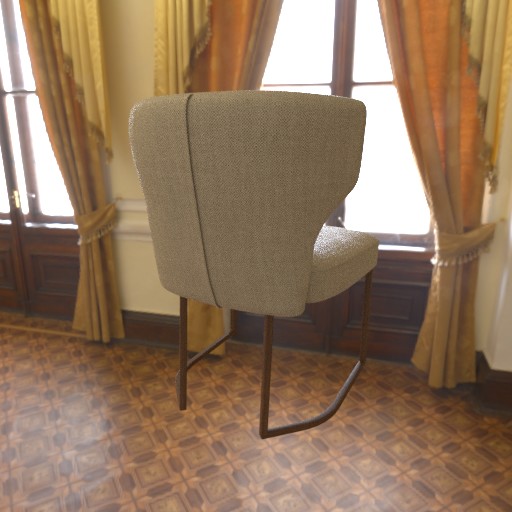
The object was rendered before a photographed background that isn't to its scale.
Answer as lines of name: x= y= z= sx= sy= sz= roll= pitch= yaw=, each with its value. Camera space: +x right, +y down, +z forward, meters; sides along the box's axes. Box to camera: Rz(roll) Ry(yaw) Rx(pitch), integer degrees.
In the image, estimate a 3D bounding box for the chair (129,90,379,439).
chair: x=0.000 y=0.000 z=1.235 sx=0.611 sy=0.824 sz=0.617 roll=8 pitch=18 yaw=27
